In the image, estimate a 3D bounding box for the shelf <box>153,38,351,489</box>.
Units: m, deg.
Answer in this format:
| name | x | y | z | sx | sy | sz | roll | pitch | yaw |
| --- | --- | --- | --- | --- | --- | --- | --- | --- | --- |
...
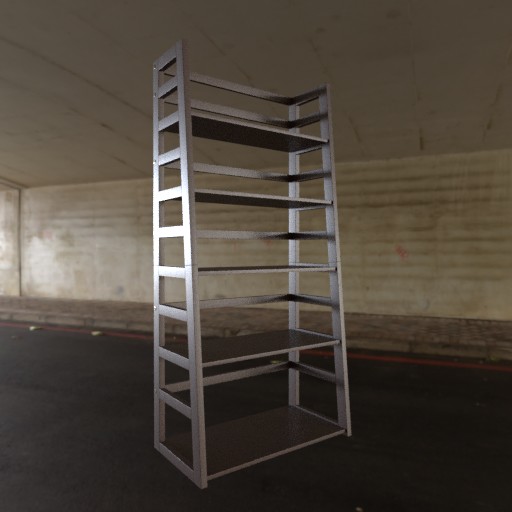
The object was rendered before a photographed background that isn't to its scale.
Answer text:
| name | x | y | z | sx | sy | sz | roll | pitch | yaw |
| --- | --- | --- | --- | --- | --- | --- | --- | --- | --- |
| shelf | 0.000 | 0.000 | 1.904 | 0.763 | 1.600 | 0.403 | -1 | 1 | -36 |
